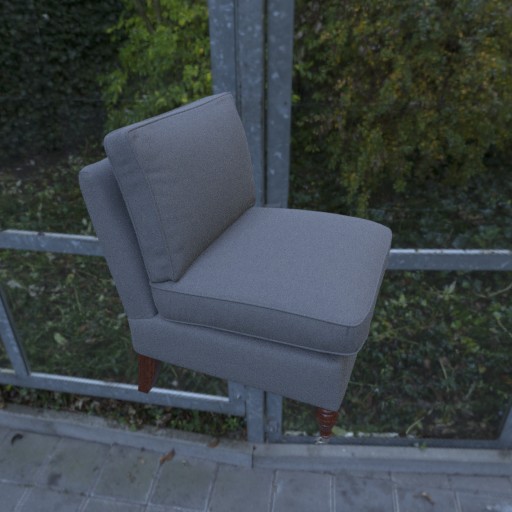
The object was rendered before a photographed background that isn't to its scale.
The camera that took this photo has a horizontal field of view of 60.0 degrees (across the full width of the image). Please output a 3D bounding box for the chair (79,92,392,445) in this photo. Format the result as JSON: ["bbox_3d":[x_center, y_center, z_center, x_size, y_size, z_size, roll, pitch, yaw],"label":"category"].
[{"bbox_3d":[0.000,0.000,1.662,0.924,1.045,0.724,11,31,19],"label":"chair"}]
